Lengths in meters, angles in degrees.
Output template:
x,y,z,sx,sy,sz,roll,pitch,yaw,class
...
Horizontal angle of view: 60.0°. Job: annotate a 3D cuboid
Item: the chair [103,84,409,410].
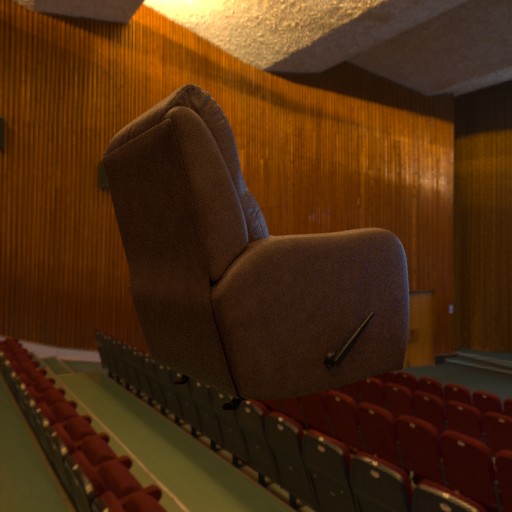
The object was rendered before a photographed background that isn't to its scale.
x,y,z,sx,sy,sz,roll,pitch,yaw,class
0.000,0.000,1.844,1.067,1.067,0.865,0,-1,-36,chair
